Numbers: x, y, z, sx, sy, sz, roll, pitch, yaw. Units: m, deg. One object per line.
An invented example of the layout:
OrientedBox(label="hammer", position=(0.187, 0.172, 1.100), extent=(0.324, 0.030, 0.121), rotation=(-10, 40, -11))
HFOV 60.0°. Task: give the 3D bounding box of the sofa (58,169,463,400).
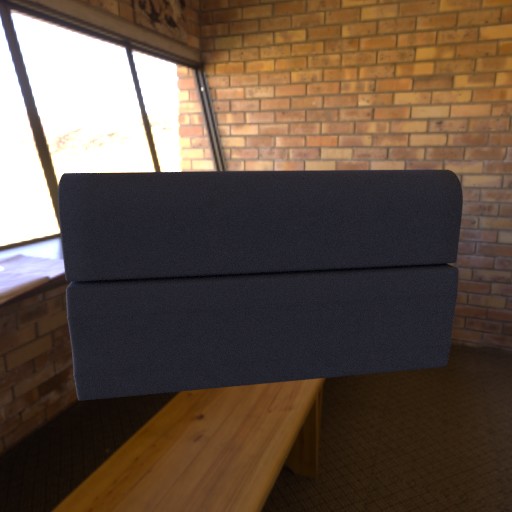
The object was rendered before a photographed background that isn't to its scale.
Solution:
OrientedBox(label="sofa", position=(0.000, 0.000, 1.687), extent=(1.219, 0.660, 0.762), rotation=(-2, 14, -10))
